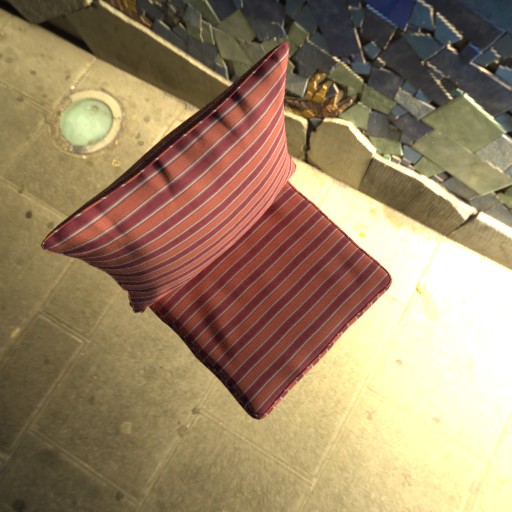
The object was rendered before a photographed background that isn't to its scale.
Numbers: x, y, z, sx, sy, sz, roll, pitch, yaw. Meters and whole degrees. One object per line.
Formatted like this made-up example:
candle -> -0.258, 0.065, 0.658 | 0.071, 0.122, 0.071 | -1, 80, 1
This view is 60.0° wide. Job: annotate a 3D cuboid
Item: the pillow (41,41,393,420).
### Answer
pillow -> 0.000, 0.000, 1.347 | 0.799, 0.723, 0.733 | -43, 78, -11
